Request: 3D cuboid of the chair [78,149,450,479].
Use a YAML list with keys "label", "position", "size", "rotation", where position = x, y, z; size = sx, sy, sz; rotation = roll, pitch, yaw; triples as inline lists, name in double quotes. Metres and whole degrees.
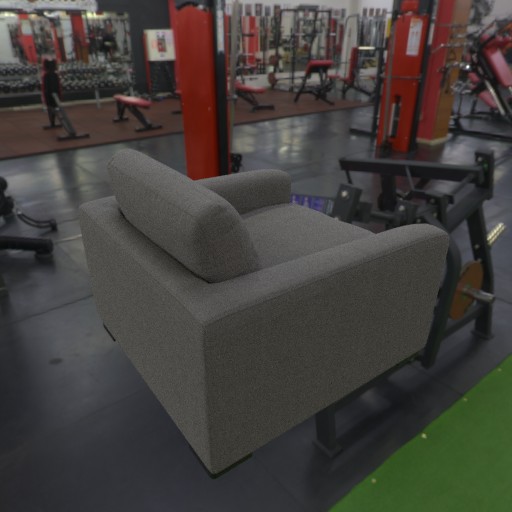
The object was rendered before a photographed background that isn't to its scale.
- label: "chair"
  position: [0.000, 0.000, 1.840]
  size: [1.100, 0.847, 1.070]
  rotation: [-18, 32, -32]
